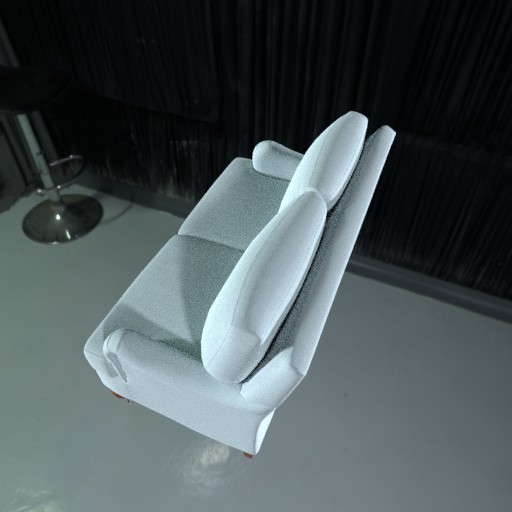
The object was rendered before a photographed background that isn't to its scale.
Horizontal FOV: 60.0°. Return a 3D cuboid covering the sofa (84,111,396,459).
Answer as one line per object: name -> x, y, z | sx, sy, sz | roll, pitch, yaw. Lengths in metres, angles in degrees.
sofa -> 0.000, 0.000, 2.521 | 1.084, 1.101, 1.853 | 16, 47, 16
